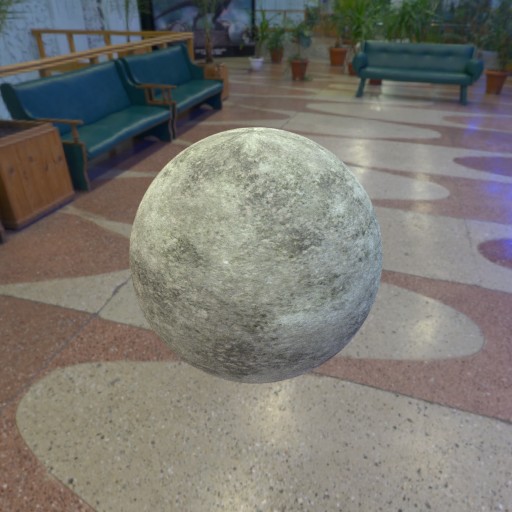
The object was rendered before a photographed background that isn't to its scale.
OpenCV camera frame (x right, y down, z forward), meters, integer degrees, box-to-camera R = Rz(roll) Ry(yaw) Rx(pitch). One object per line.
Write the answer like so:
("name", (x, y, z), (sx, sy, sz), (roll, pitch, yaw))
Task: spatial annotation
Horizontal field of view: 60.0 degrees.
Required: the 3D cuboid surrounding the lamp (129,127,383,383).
("lamp", (0.000, 0.000, 0.768), (0.422, 0.429, 0.422), (0, 31, 0))
